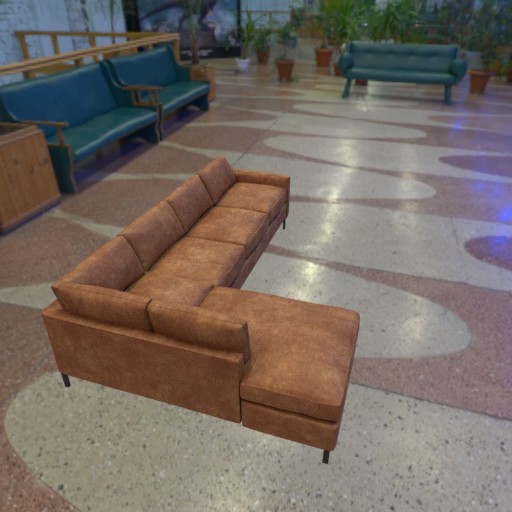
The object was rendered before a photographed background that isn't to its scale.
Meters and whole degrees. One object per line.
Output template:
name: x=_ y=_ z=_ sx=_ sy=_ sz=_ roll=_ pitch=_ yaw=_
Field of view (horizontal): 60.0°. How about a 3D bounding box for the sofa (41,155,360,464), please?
sofa: x=0.000 y=0.000 z=3.838 sx=1.938 sy=0.877 sz=2.984 roll=10 pitch=32 yaw=16
